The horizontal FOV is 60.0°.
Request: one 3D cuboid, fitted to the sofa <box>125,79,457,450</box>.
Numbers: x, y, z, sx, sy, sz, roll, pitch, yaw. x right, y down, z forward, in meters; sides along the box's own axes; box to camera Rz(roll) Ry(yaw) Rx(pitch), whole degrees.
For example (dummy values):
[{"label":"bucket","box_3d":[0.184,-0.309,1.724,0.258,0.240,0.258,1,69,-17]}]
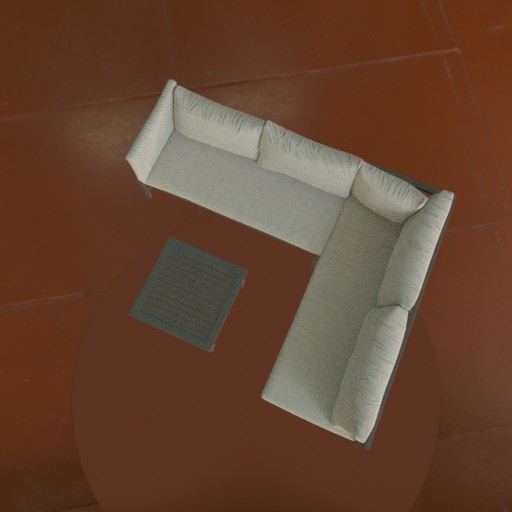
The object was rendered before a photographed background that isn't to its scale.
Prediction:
[{"label":"sofa","box_3d":[0.000,0.000,3.002,2.096,0.758,1.658,23,75,6]}]
